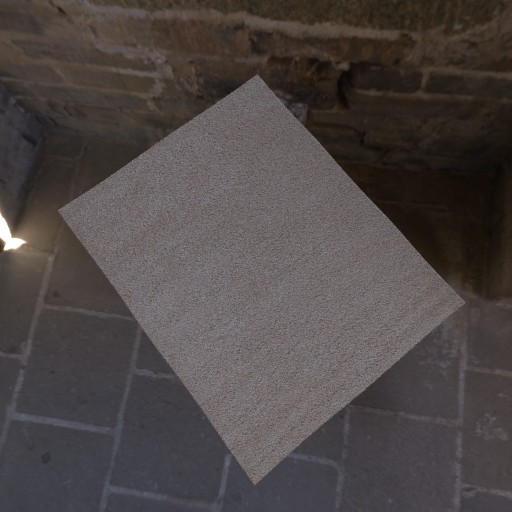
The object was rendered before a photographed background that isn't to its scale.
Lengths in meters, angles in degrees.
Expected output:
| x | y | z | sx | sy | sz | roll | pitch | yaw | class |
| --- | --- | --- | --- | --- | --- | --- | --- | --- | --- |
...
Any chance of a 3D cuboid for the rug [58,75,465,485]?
| x | y | z | sx | sy | sz | roll | pitch | yaw | class |
| --- | --- | --- | --- | --- | --- | --- | --- | --- | --- |
| 0.000 | 0.000 | 4.075 | 2.400 | 0.026 | 3.000 | -37 | 78 | -9 | rug |
